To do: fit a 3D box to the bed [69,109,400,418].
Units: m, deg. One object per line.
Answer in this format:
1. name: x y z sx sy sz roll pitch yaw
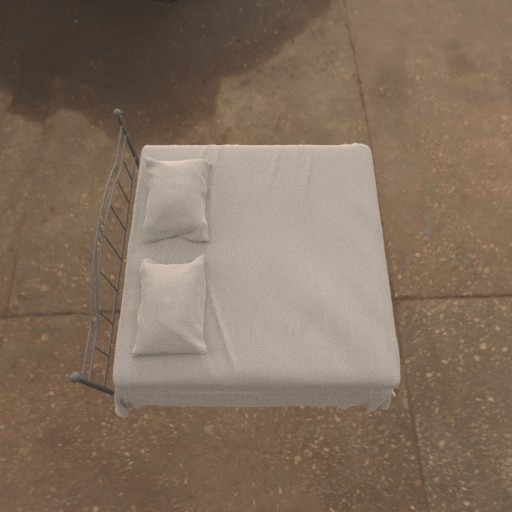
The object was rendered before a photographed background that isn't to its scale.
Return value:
1. bed: 0.000 0.000 3.464 2.220 1.080 2.309 0 66 0
